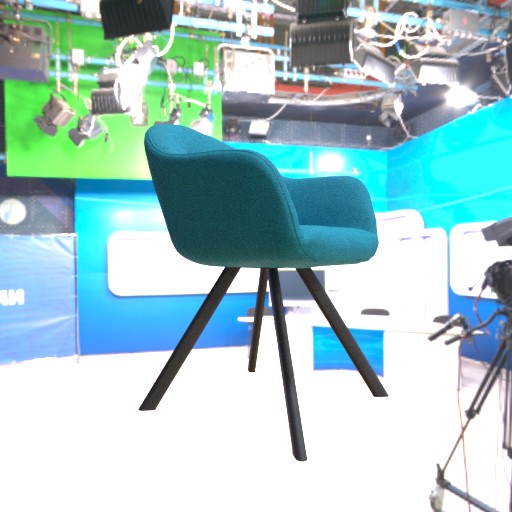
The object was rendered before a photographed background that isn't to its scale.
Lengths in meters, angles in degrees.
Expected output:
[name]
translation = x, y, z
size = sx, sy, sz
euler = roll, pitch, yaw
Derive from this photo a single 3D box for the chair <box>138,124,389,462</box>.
[chair]
translation = 0.000, 0.000, 1.192
size = 0.565, 0.775, 0.545
euler = 0, 1, 36
